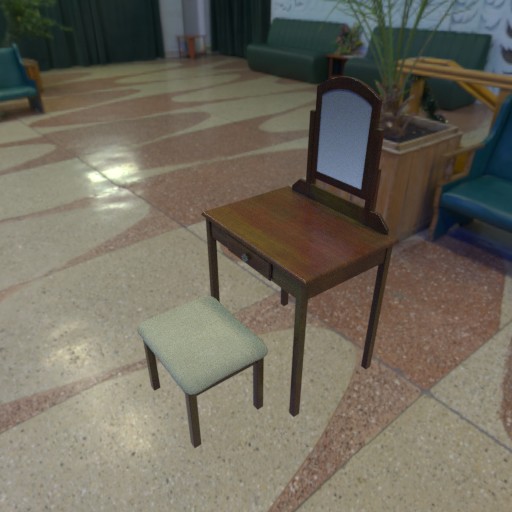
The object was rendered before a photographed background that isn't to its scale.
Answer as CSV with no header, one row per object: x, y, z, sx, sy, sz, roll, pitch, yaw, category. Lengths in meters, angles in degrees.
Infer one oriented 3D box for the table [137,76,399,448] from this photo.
0.000,0.000,2.303,1.211,1.631,0.876,-21,38,-31,table
